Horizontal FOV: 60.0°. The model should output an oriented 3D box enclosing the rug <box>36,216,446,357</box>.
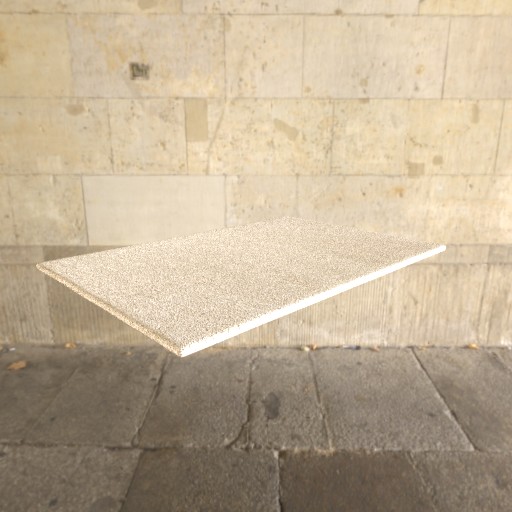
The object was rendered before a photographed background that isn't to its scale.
[{"bbox_3d":[0.000,0.000,2.304,1.778,0.030,1.219,-15,21,-42],"label":"rug"}]
